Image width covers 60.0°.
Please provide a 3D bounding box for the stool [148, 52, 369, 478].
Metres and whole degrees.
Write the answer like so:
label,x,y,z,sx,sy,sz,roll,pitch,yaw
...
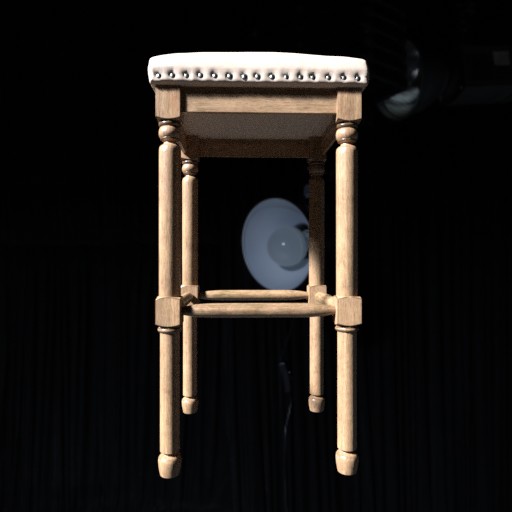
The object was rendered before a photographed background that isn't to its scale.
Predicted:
label,x,y,z,sx,sy,sz,roll,pitch,yaw
stool,0.000,0.000,0.944,0.382,0.768,0.383,0,0,-2
